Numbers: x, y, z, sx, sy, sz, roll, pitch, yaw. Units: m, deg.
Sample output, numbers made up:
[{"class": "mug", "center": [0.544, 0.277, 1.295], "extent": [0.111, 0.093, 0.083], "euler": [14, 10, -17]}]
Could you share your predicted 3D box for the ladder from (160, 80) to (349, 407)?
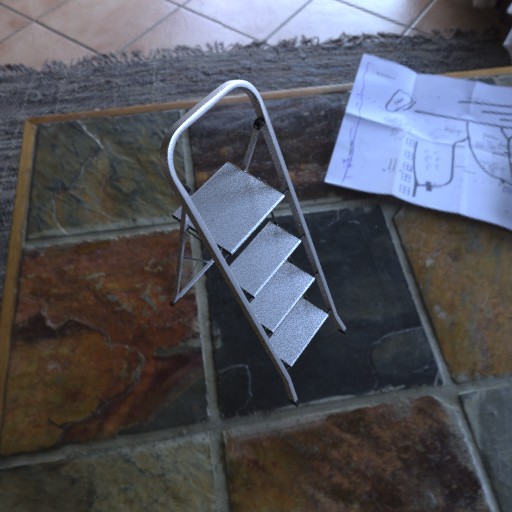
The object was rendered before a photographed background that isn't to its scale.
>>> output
[{"class": "ladder", "center": [0.000, 0.000, 1.730], "extent": [0.830, 1.290, 0.465], "euler": [33, 64, 18]}]
